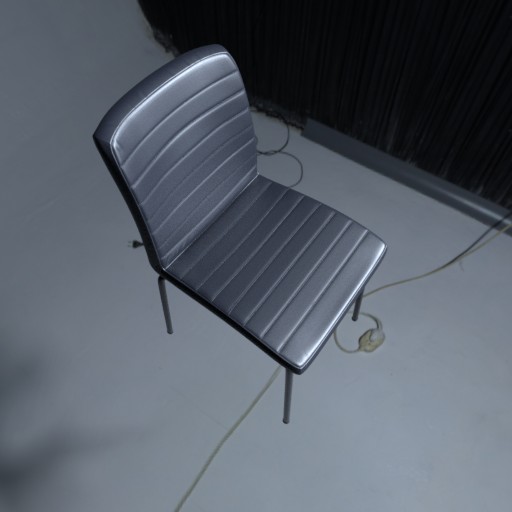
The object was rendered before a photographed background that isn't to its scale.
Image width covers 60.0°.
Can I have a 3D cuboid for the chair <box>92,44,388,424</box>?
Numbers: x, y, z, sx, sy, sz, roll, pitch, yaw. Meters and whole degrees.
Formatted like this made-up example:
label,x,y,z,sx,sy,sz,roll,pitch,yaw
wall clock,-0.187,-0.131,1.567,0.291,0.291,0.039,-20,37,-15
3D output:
label,x,y,z,sx,sy,sz,roll,pitch,yaw
chair,0.000,0.000,1.193,0.572,0.872,0.450,32,63,18
